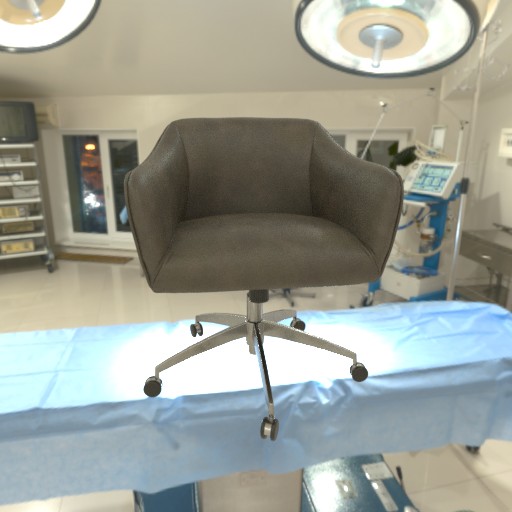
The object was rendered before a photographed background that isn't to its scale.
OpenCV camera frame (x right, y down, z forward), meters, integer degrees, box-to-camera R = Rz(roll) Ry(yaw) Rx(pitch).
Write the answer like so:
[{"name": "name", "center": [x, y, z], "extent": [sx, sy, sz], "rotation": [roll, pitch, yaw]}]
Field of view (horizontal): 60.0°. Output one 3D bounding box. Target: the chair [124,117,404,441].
[{"name": "chair", "center": [0.000, 0.000, 1.361], "extent": [0.713, 0.827, 0.689], "rotation": [-2, 16, -7]}]
